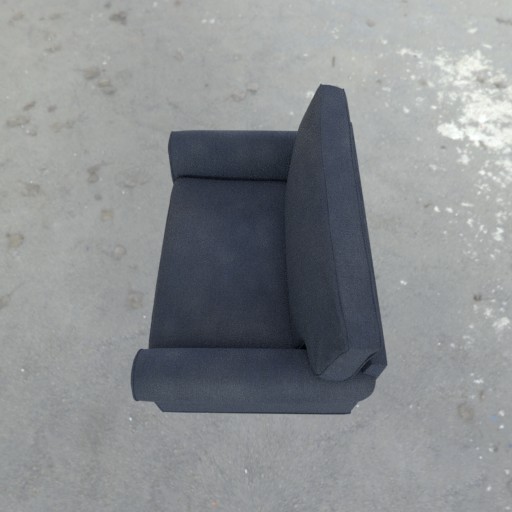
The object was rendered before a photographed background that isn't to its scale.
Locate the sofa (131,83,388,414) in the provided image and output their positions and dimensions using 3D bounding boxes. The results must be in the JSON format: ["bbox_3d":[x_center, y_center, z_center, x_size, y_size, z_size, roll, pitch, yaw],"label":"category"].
[{"bbox_3d":[0.000,0.000,2.101,0.938,1.004,1.405,1,58,0],"label":"sofa"}]
